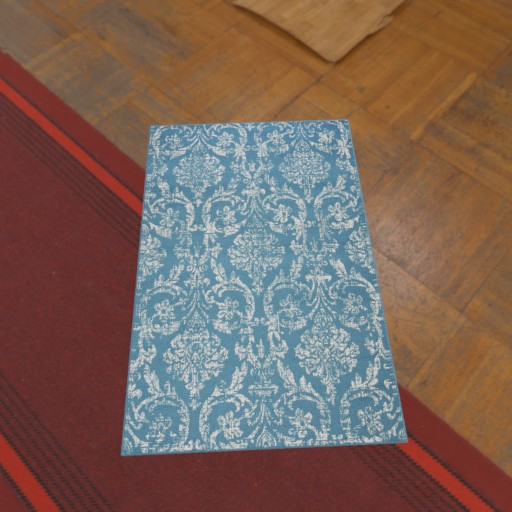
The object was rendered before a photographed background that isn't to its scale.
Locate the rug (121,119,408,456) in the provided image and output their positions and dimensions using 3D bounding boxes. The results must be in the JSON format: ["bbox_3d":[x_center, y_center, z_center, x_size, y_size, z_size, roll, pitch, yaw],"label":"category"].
[{"bbox_3d":[0.000,0.000,3.425,1.816,0.018,2.746,-2,63,-1],"label":"rug"}]
